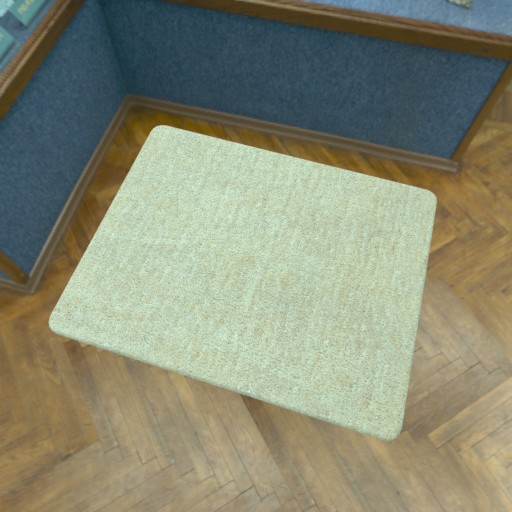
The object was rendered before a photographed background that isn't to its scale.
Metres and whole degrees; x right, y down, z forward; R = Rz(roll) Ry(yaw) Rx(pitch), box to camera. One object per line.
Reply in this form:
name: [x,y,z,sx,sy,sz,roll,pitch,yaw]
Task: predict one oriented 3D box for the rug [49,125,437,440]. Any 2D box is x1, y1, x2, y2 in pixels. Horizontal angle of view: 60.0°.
rug: [0.000,0.000,3.403,2.528,0.048,2.009,16,64,8]
